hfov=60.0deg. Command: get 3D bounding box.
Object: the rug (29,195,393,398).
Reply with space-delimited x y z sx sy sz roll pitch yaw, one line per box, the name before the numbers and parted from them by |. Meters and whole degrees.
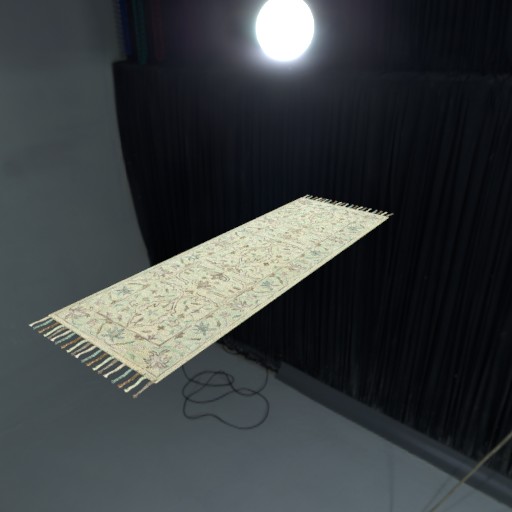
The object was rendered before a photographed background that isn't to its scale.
rug | 0.000 0.000 2.696 0.769 0.013 2.440 18 31 33
